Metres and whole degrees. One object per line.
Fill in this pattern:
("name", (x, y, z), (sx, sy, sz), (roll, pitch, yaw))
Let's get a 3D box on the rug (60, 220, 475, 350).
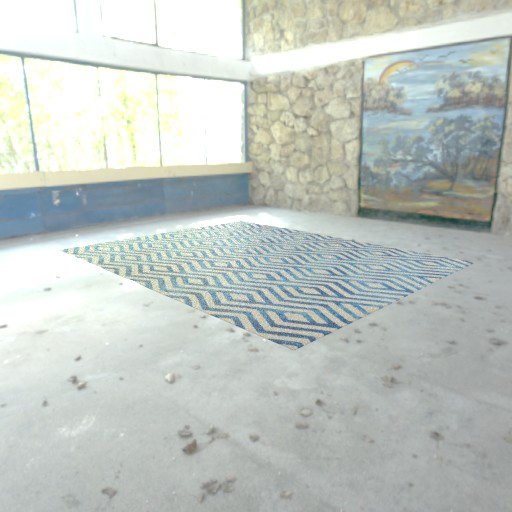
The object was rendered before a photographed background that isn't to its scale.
("rug", (0.000, 0.000, 4.158), (2.453, 0.008, 3.059), (-14, 20, -43))
